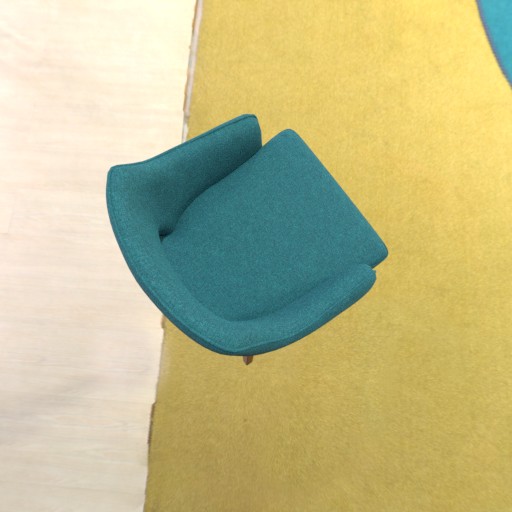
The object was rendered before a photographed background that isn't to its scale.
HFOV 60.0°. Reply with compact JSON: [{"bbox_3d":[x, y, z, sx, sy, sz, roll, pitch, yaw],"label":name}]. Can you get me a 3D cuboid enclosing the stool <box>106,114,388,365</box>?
[{"bbox_3d":[0.000,0.000,1.304,0.556,0.961,0.548,-34,78,-8],"label":"stool"}]
